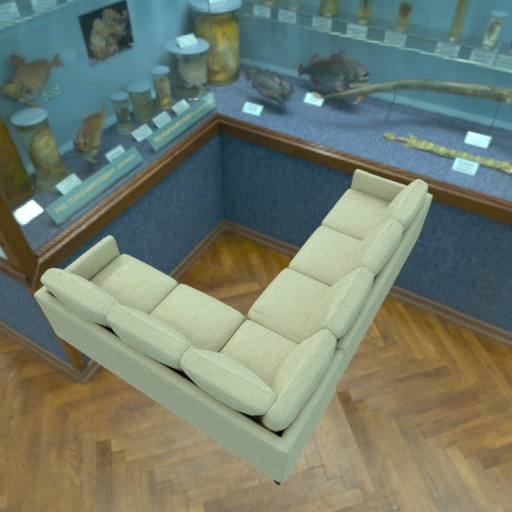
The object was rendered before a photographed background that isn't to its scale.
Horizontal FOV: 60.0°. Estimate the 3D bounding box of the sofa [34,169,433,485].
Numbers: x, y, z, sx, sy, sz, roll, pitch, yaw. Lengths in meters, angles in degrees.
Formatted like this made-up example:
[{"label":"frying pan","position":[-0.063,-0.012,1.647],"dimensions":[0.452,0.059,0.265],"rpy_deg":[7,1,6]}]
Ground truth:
[{"label":"sofa","position":[0.000,0.000,4.517],"dimensions":[2.593,0.947,3.302],"rpy_deg":[25,51,22]}]
